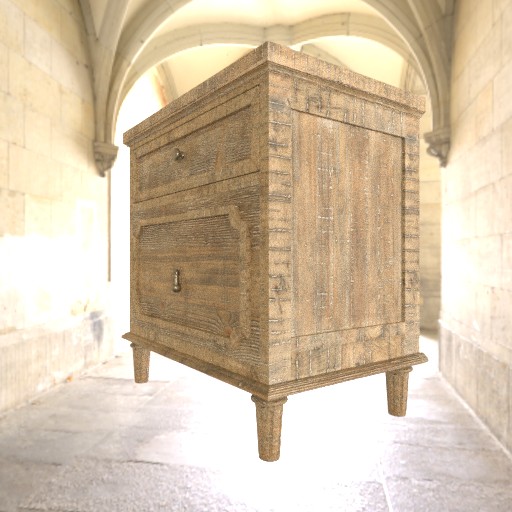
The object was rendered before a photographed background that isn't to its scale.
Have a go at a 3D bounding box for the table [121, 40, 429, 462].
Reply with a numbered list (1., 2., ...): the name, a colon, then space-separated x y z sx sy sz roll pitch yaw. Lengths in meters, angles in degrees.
1. table: 0.000 0.000 1.127 0.457 0.711 0.686 0 0 -36
